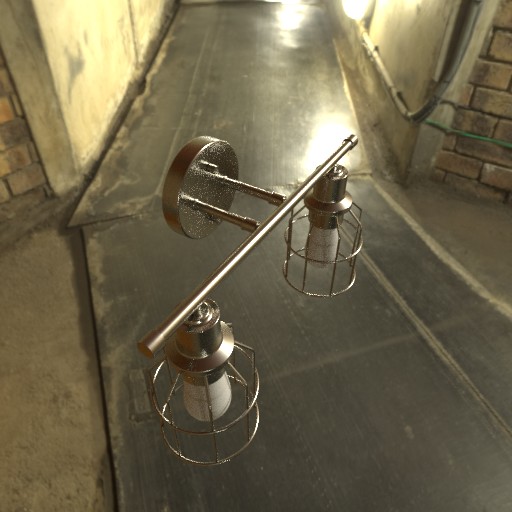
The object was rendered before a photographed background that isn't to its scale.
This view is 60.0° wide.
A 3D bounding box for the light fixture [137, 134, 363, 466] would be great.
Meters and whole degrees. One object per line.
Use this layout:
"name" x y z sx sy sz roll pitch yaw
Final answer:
"light fixture" 0.000 0.000 0.525 0.165 0.254 0.406 23 46 23
